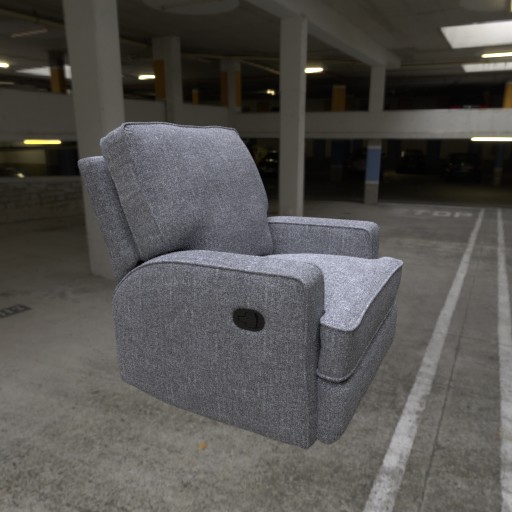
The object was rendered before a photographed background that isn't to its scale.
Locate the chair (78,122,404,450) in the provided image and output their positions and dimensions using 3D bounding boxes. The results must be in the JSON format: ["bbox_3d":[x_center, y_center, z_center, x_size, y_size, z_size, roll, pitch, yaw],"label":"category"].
[{"bbox_3d":[0.000,0.000,1.664,0.964,0.962,0.861,8,17,27],"label":"chair"}]
